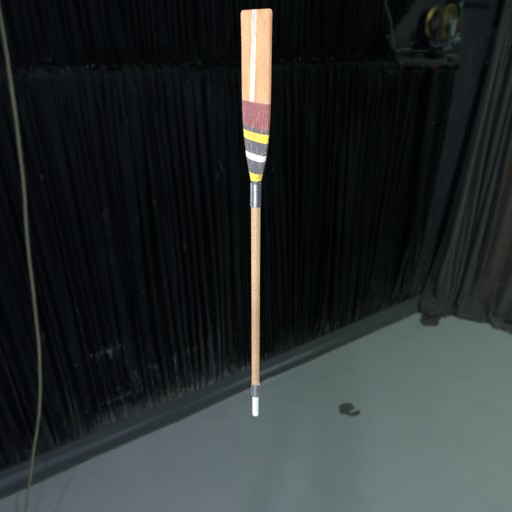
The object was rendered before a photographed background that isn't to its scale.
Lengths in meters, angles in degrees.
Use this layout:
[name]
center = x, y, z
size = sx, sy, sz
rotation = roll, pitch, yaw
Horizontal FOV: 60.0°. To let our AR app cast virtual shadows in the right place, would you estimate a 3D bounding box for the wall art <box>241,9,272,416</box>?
[wall art]
center = 0.000, 0.000, 1.598
size = 0.038, 1.556, 0.146
rotation = -17, 31, -30
